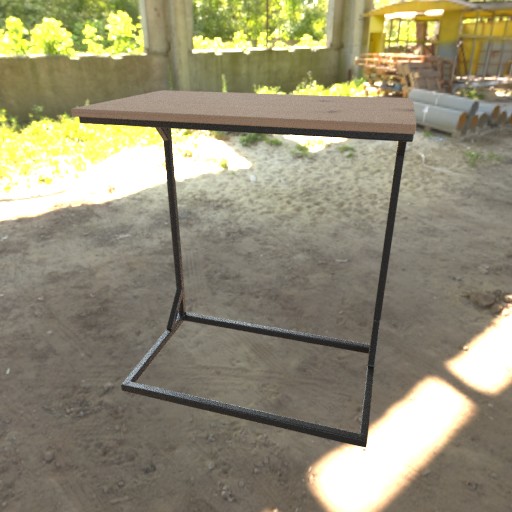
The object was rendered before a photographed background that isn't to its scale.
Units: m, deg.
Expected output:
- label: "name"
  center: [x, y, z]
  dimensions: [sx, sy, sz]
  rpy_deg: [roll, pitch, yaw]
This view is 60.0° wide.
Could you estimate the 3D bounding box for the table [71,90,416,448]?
- label: "table"
  center: [0.000, 0.000, 1.024]
  dimensions: [0.597, 0.673, 0.351]
  rpy_deg: [8, 27, 15]
